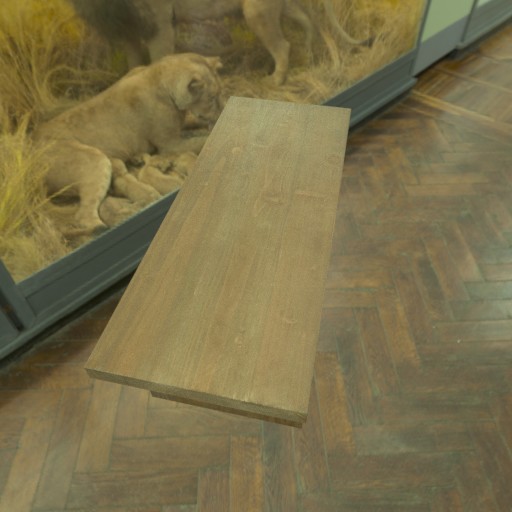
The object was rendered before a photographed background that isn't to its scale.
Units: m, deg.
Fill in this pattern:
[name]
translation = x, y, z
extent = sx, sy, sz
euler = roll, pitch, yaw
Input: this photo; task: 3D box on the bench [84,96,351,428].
[bench]
translation = 0.000, 0.000, 1.432
extent = 0.458, 0.458, 1.183
euler = 9, 47, 8
